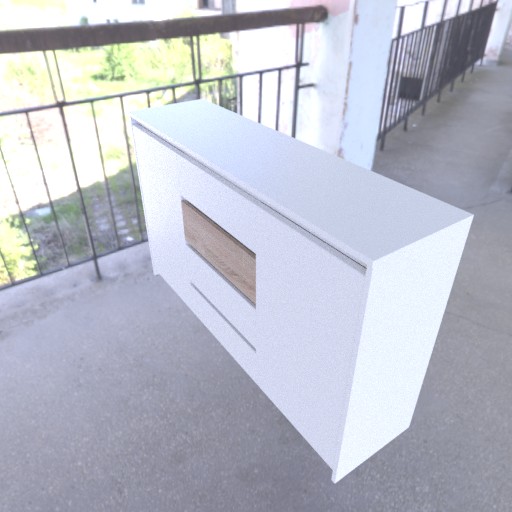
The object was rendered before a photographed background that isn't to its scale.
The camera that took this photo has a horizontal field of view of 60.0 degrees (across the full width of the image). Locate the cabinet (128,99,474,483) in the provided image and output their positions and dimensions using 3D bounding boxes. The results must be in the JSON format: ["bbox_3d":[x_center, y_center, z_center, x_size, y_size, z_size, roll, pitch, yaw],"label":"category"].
[{"bbox_3d":[0.000,0.000,1.813,0.380,0.900,1.450,-21,39,-29],"label":"cabinet"}]
